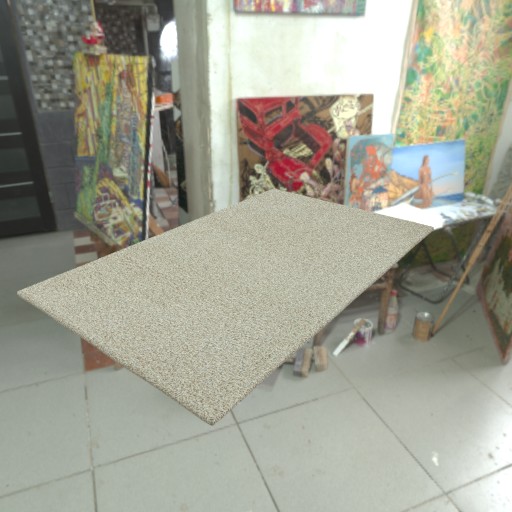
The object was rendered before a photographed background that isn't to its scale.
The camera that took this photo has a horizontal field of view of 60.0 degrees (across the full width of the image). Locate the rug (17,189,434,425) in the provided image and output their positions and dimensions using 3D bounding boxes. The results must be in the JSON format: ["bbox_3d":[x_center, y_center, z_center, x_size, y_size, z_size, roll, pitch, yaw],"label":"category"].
[{"bbox_3d":[0.000,0.000,2.929,1.524,0.030,2.438,19,32,34],"label":"rug"}]
